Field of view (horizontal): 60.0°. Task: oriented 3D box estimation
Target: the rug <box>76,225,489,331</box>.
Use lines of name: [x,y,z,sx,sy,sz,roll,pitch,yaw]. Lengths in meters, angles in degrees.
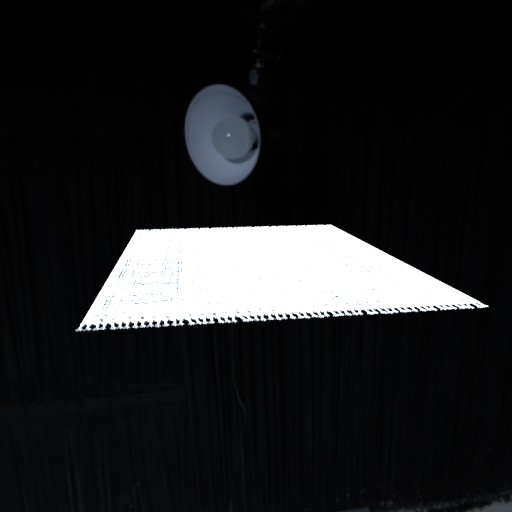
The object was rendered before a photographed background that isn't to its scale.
rug: [0.000,0.000,3.815,2.312,0.013,2.940,-2,14,-9]
